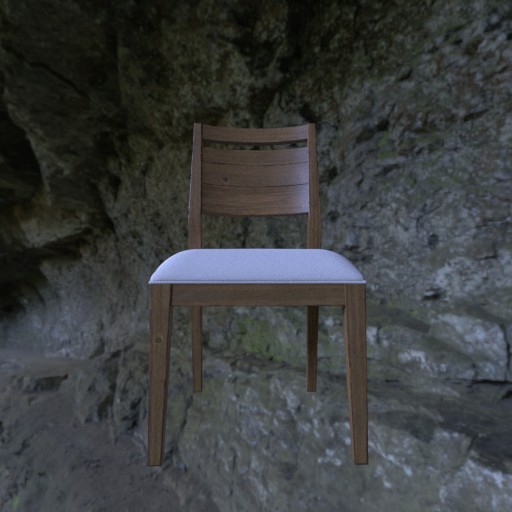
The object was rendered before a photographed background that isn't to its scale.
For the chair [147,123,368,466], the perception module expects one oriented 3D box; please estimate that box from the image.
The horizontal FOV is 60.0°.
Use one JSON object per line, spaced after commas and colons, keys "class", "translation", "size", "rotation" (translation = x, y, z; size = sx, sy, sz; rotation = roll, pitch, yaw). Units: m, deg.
{"class": "chair", "translation": [0.000, 0.000, 1.296], "size": [0.497, 0.939, 0.610], "rotation": [0, -1, -1]}
